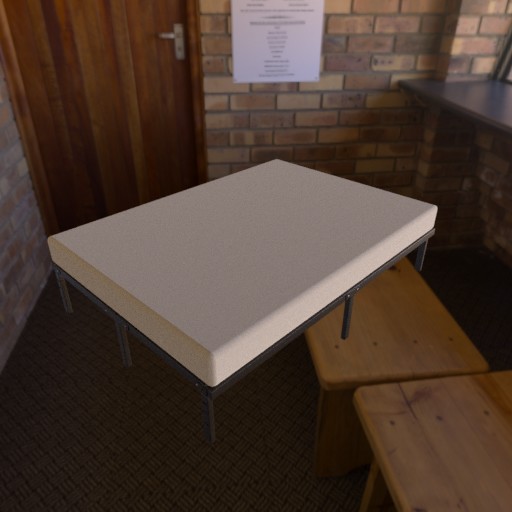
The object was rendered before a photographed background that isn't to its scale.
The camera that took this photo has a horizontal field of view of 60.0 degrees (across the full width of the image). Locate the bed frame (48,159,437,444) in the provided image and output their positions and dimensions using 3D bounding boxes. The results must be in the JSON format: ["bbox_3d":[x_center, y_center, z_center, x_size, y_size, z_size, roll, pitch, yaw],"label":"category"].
[{"bbox_3d":[0.000,0.000,3.740,2.842,0.680,2.205,-22,37,-33],"label":"bed frame"}]
